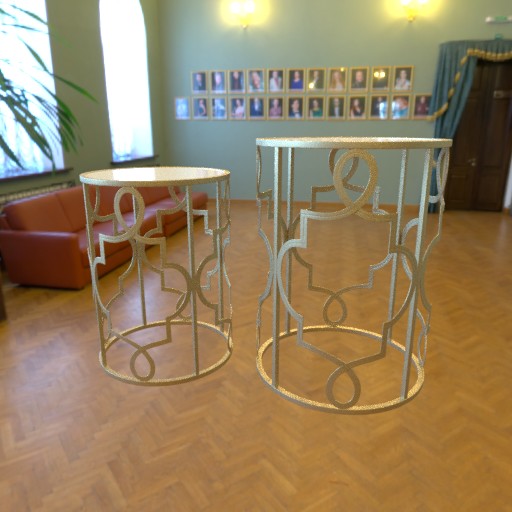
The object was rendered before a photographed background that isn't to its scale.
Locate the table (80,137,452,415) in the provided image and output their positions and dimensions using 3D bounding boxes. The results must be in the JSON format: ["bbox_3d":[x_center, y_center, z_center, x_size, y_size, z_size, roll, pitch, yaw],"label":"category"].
[{"bbox_3d":[0.000,0.000,1.102,0.846,0.564,0.420,3,16,9],"label":"table"}]
